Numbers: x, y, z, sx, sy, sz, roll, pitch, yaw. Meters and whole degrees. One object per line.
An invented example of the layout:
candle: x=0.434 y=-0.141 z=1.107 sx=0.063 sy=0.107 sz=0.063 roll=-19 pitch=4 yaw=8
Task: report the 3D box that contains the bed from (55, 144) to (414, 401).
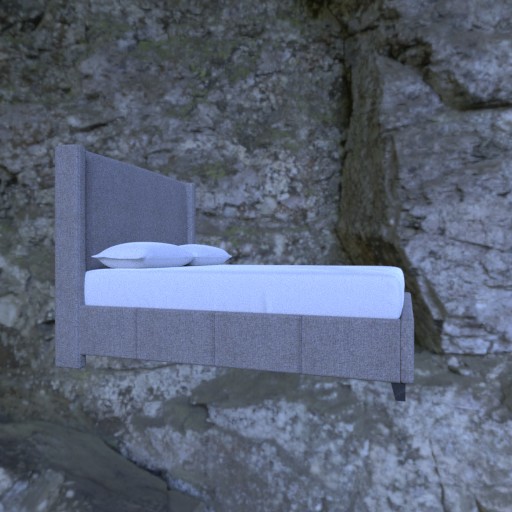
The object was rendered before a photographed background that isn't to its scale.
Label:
bed: x=0.000 y=0.000 z=3.382 sx=2.245 sy=1.476 sz=1.714 roll=0 pitch=0 yaw=19
